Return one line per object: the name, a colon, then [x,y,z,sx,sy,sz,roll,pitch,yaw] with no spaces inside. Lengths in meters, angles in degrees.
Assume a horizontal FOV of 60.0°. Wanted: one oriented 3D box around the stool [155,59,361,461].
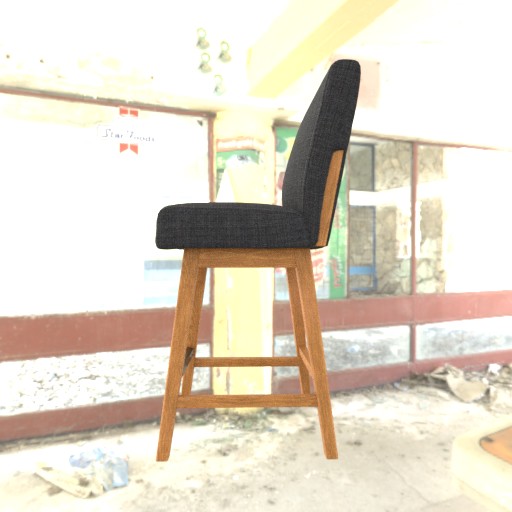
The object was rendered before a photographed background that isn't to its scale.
stool: [0.000,0.000,1.322,0.526,1.010,0.459,0,1,-2]
